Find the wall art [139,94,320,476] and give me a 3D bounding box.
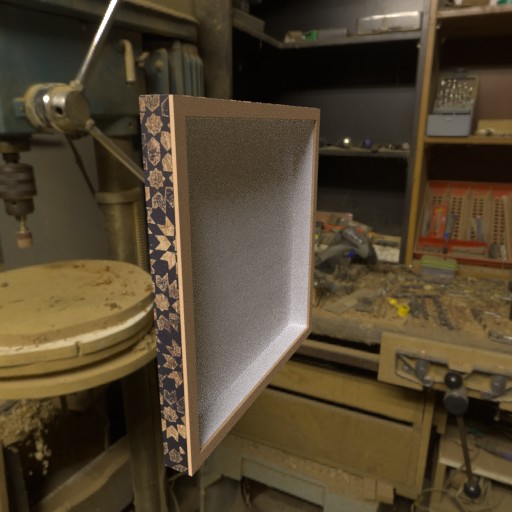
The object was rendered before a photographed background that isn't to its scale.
[{"bbox_3d":[0.000,0.000,0.623,0.038,0.405,0.405,8,18,25],"label":"wall art"}]
